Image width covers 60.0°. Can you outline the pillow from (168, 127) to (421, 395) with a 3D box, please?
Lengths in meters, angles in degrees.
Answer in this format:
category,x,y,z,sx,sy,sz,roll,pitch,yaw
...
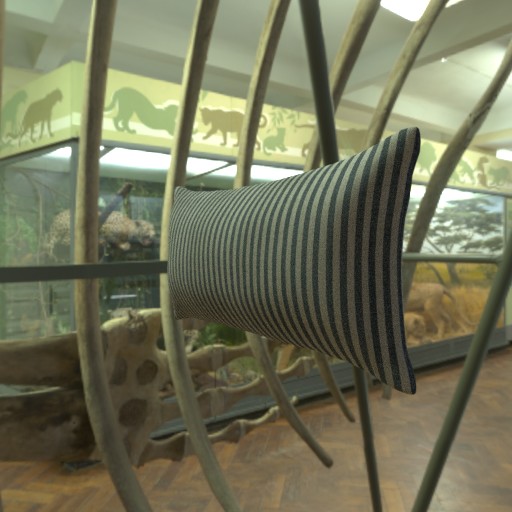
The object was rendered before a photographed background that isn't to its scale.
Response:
category,x,y,z,sx,sy,sz,roll,pitch,yaw
pillow,0.000,0.000,0.733,0.151,0.295,0.617,-1,1,-35
